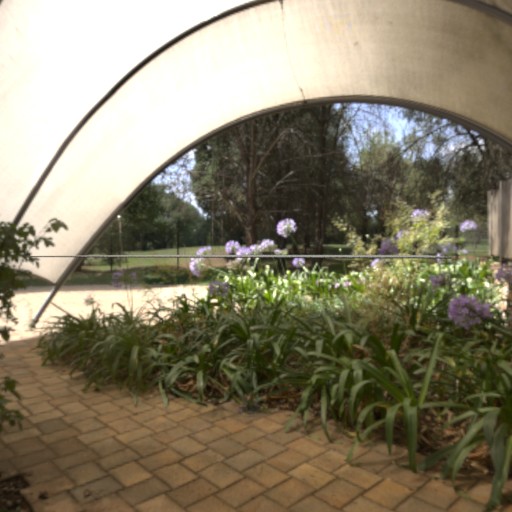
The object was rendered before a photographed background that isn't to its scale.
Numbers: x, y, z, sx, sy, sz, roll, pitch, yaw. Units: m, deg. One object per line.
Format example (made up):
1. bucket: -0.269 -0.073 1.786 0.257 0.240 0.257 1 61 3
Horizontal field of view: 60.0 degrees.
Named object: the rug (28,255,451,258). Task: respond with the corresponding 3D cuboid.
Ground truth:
1. rug: 0.000 0.000 5.241 3.957 0.011 2.894 0 0 18
